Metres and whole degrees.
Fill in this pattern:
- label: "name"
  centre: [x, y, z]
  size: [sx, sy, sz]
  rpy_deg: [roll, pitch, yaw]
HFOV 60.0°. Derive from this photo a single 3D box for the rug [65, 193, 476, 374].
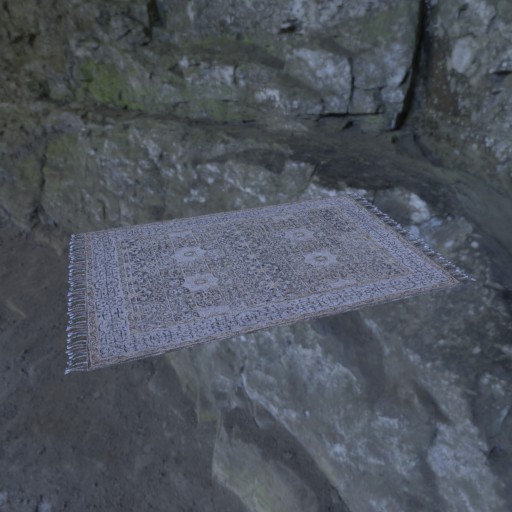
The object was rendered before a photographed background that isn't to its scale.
- label: "rug"
  centre: [0.000, 0.000, 2.538]
  size: [2.029, 0.010, 1.237]
  rpy_deg: [-10, 33, -16]
